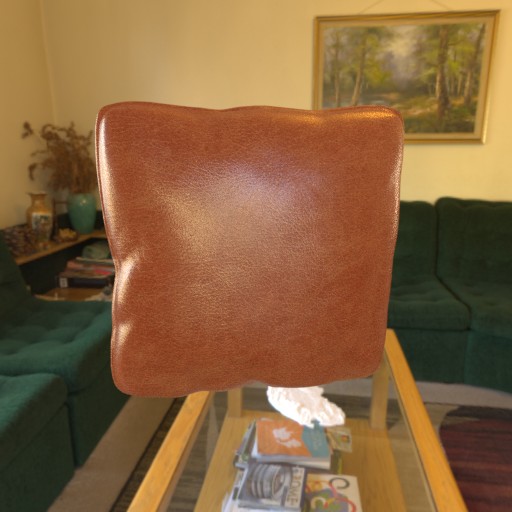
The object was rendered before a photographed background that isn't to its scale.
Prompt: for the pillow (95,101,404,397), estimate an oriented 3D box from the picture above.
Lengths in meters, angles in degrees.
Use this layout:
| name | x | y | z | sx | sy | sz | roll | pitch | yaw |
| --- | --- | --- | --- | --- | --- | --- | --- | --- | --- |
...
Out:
| name | x | y | z | sx | sy | sz | roll | pitch | yaw |
| --- | --- | --- | --- | --- | --- | --- | --- | --- | --- |
| pillow | 0.000 | 0.000 | 0.801 | 0.532 | 0.523 | 0.236 | -2 | 14 | -9 |
